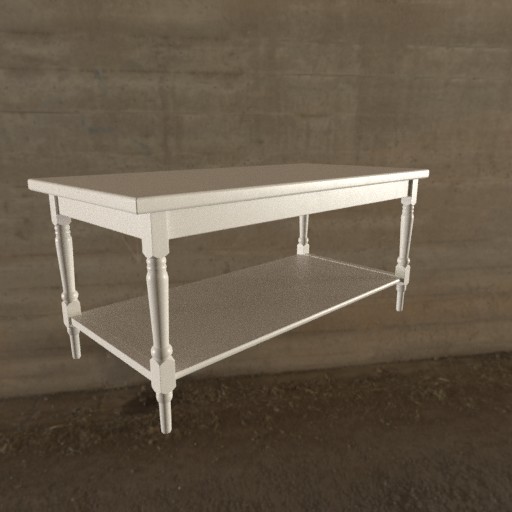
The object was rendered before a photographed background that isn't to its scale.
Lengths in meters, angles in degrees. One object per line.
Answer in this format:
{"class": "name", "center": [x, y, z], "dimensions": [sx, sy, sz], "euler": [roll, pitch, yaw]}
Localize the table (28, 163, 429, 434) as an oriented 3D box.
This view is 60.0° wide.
{"class": "table", "center": [0.000, 0.000, 1.387], "dimensions": [1.107, 0.510, 0.550], "euler": [-14, 20, -42]}
